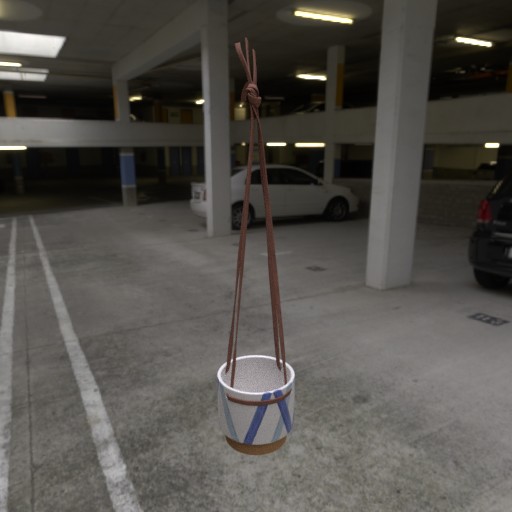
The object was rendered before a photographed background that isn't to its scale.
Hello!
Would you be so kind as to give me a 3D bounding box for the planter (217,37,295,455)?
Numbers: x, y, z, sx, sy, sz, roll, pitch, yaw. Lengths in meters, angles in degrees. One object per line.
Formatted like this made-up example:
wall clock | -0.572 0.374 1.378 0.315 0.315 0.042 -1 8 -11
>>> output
planter | 0.000 0.000 0.812 0.153 0.753 0.157 -8 16 -27
